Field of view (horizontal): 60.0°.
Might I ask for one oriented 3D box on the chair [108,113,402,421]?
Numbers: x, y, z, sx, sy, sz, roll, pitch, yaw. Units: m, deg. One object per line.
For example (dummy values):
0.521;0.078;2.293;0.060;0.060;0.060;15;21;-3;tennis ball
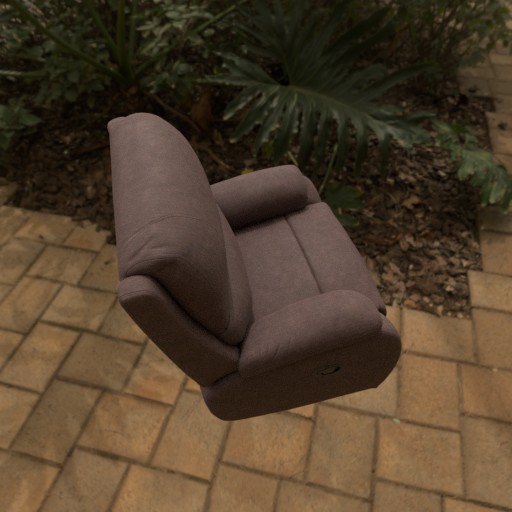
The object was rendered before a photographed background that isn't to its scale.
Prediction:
0.000;0.000;1.697;0.899;1.011;0.930;-11;47;-10;chair
